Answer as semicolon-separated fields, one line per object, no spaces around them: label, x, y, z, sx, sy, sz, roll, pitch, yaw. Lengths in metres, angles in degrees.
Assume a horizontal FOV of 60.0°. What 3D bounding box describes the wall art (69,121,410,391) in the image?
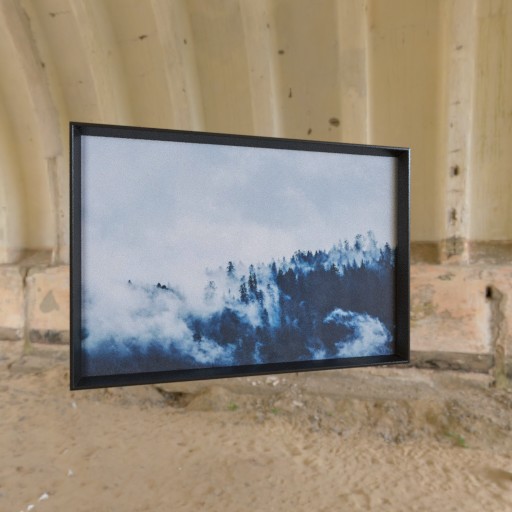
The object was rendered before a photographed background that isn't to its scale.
wall art;0.000;0.000;1.211;0.939;0.640;0.058;0;0;-16
